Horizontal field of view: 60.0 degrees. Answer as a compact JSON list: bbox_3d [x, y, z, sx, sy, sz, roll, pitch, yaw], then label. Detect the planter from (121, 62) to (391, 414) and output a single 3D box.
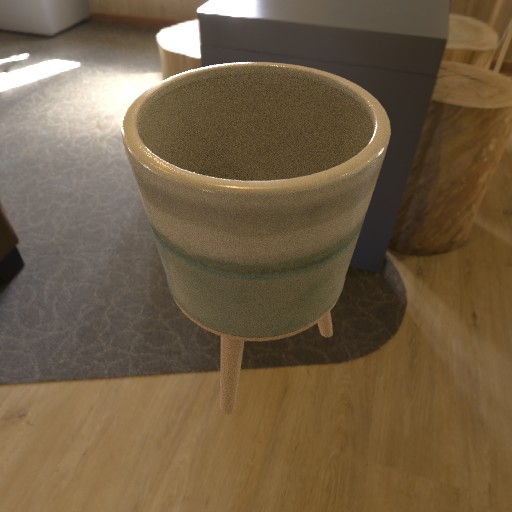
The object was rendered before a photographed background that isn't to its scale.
[{"bbox_3d":[0.000,0.000,0.583,0.265,0.404,0.265,25,50,23],"label":"planter"}]
